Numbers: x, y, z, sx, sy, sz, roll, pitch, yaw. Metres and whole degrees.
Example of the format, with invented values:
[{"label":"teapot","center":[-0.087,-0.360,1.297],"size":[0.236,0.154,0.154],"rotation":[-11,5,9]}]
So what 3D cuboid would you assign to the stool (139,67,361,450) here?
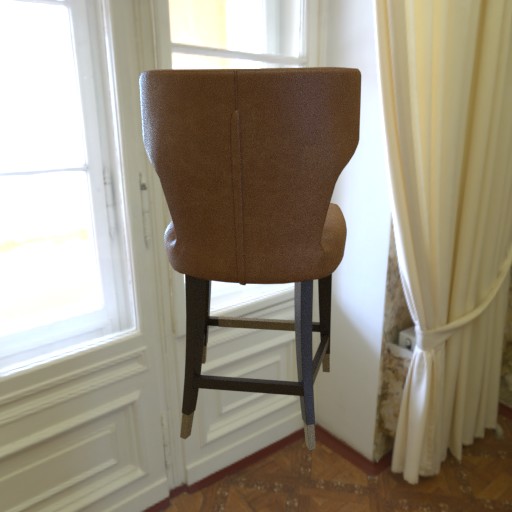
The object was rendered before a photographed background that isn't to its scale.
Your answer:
[{"label":"stool","center":[0.000,0.000,1.296],"size":[0.526,0.982,0.563],"rotation":[2,17,7]}]
